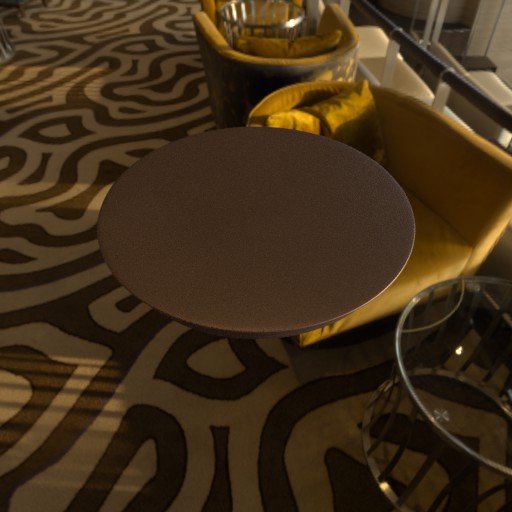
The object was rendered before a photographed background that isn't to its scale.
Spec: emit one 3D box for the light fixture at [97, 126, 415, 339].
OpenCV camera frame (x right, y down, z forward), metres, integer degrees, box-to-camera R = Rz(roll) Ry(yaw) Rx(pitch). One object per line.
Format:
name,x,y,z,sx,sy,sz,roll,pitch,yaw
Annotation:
light fixture,0.000,0.000,0.449,0.280,0.135,0.280,0,45,0
